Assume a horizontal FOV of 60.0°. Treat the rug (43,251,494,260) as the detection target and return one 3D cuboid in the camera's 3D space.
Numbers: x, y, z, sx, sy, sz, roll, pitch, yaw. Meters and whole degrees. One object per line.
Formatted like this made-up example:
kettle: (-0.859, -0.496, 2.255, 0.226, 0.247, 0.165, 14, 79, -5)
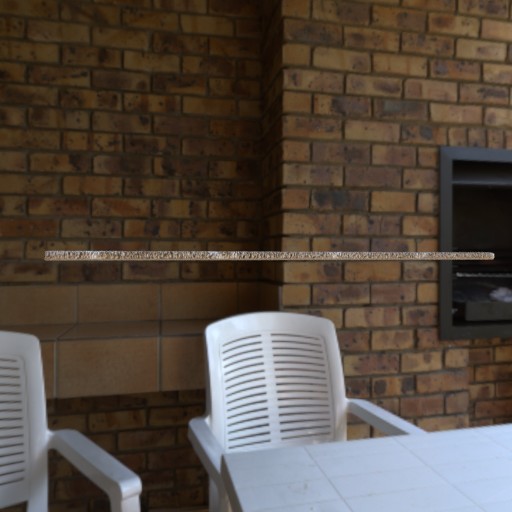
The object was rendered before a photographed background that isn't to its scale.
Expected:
rug: (0.000, 0.000, 2.213, 1.778, 0.030, 1.219, 0, 0, -18)
